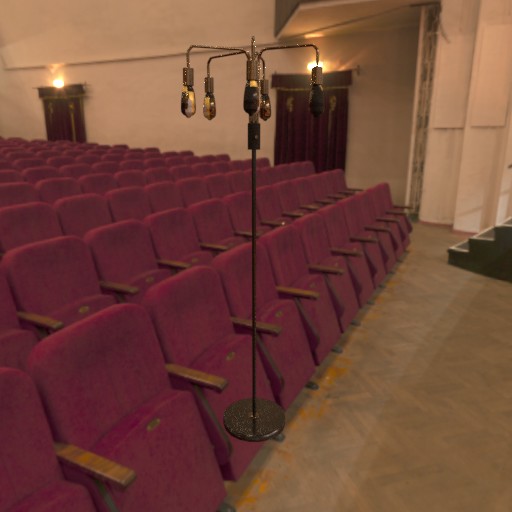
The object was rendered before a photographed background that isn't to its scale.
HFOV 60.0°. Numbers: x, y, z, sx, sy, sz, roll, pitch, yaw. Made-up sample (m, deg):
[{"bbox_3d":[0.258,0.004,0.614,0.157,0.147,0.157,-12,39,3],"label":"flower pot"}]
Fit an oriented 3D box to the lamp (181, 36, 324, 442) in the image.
[{"bbox_3d":[0.000,0.000,2.004,0.599,1.721,0.572,8,17,26],"label":"lamp"}]
